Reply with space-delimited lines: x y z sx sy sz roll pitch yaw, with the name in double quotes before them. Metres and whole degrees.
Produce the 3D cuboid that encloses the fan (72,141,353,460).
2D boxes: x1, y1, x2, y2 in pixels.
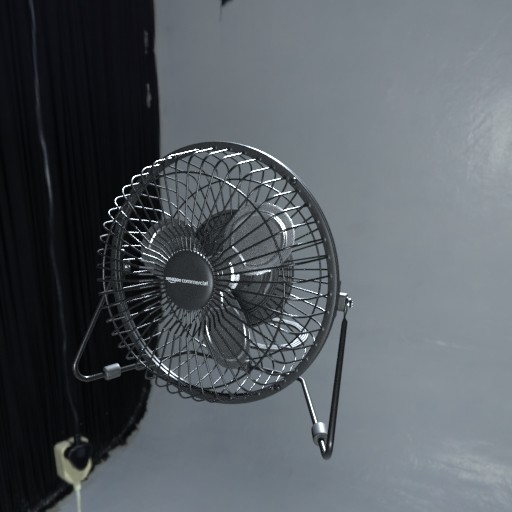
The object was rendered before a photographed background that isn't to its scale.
"fan" 0.000 0.000 0.374 0.209 0.188 0.227 7 16 26
